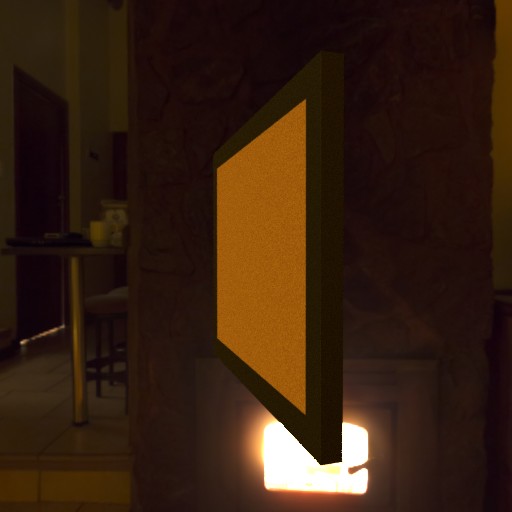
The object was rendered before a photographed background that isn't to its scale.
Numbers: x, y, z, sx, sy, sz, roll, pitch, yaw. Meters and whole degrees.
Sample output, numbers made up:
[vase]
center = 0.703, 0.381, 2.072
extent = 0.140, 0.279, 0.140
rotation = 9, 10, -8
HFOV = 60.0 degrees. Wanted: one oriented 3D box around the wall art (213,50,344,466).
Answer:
[wall art]
center = 0.000, 0.000, 0.760
extent = 0.028, 0.460, 0.561
rotation = 0, 1, -18
